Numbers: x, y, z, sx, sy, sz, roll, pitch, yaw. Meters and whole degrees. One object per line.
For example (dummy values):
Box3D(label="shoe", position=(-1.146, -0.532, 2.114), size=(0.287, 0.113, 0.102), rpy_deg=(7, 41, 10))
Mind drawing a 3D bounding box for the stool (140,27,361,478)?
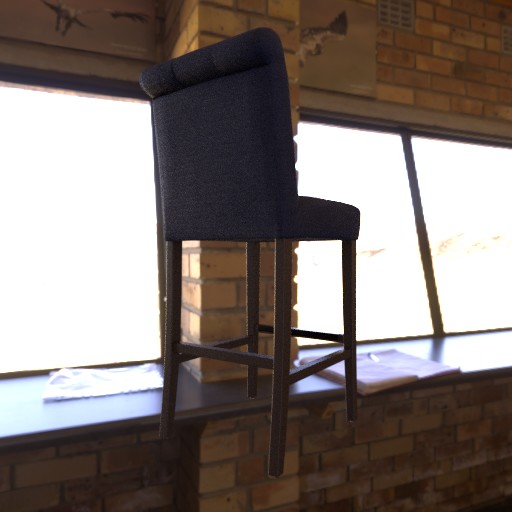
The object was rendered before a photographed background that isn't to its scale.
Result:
Box3D(label="stool", position=(0.000, 0.000, 1.430), size=(0.493, 1.140, 0.601), rpy_deg=(0, 0, 36))
